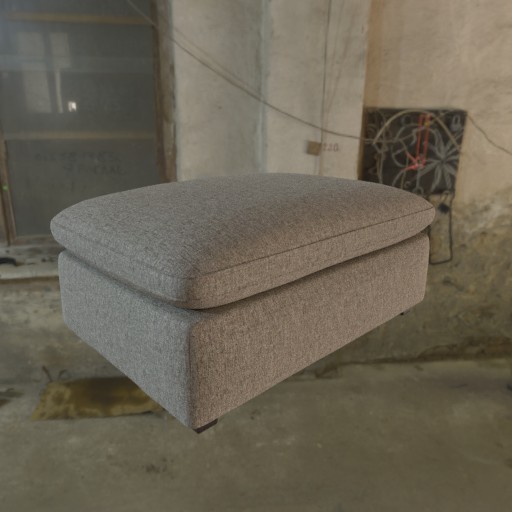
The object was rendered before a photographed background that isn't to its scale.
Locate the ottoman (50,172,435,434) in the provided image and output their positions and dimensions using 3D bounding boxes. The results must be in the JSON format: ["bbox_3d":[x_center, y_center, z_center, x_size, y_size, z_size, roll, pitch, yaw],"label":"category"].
[{"bbox_3d":[0.000,0.000,1.338,0.977,0.451,0.694,-16,24,-41],"label":"ottoman"}]
